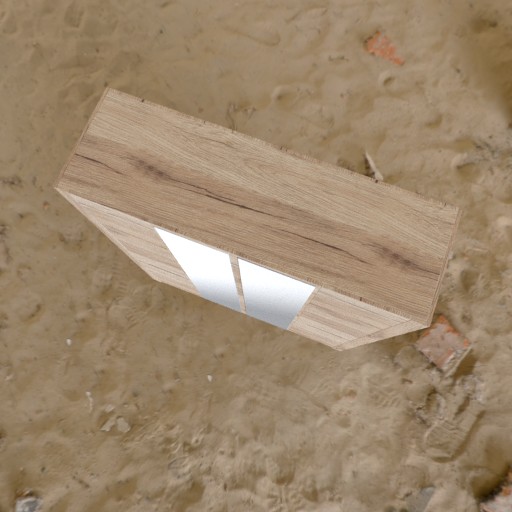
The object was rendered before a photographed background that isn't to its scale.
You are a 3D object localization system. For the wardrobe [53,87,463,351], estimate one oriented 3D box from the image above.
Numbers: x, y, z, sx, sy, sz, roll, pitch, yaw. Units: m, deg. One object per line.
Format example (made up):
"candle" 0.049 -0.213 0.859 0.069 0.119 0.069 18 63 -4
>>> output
"wardrobe" 0.000 0.000 3.046 1.810 2.070 0.580 20 76 5
